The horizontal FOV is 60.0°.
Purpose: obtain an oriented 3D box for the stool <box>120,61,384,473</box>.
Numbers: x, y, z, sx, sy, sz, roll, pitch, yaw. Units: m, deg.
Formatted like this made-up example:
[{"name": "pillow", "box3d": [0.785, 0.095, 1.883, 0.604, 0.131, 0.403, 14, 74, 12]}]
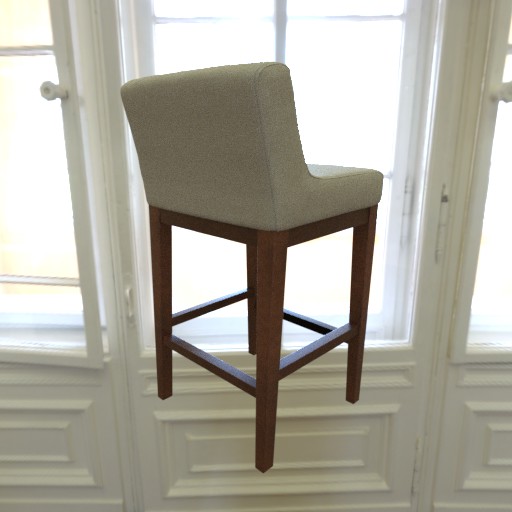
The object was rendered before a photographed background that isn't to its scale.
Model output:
[{"name": "stool", "box3d": [0.000, 0.000, 1.242, 0.511, 0.937, 0.500, 15, 22, 43]}]
